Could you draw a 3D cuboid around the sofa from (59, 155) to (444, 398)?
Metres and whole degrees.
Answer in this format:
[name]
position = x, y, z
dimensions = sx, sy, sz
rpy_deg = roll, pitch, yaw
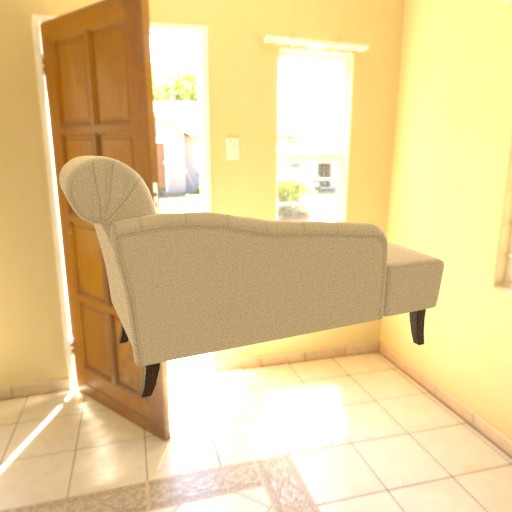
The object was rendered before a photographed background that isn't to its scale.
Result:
[sofa]
position = 0.000, 0.000, 1.780
dimensions = 1.379, 0.787, 0.675
rpy_deg = -6, 14, -24
